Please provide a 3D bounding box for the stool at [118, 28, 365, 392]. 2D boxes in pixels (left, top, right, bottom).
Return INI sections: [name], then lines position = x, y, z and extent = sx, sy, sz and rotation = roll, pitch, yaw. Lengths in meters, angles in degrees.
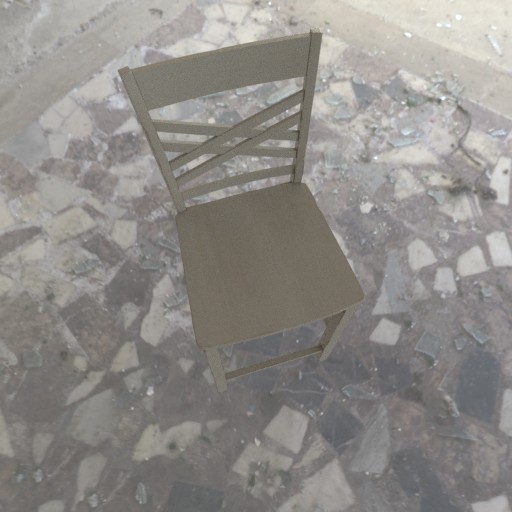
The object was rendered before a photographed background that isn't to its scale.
[stool]
position = 0.000, 0.000, 1.344
extent = 0.462, 1.079, 0.539
rotation = -15, 65, -7
